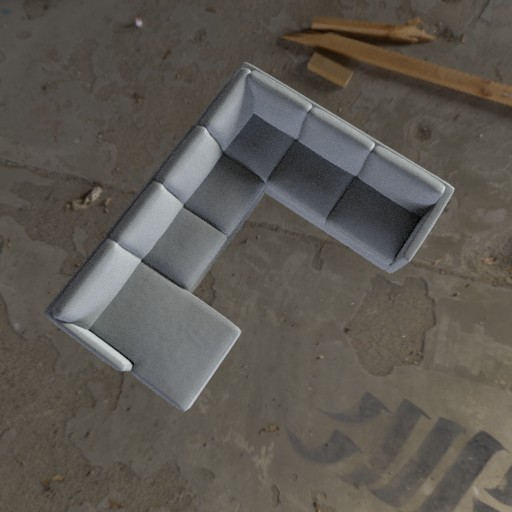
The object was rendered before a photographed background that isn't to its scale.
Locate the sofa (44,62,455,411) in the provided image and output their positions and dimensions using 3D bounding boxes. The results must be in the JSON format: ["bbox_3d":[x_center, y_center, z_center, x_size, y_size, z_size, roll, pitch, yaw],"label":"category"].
[{"bbox_3d":[0.000,0.000,4.422,2.551,0.853,3.238,34,79,7],"label":"sofa"}]
